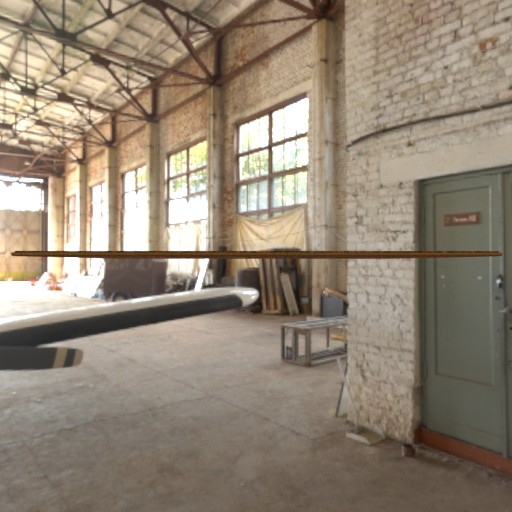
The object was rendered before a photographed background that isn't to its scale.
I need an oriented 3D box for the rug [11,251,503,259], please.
[{"bbox_3d":[0.000,0.000,2.773,2.204,0.024,1.588,0,-1,-1],"label":"rug"}]
